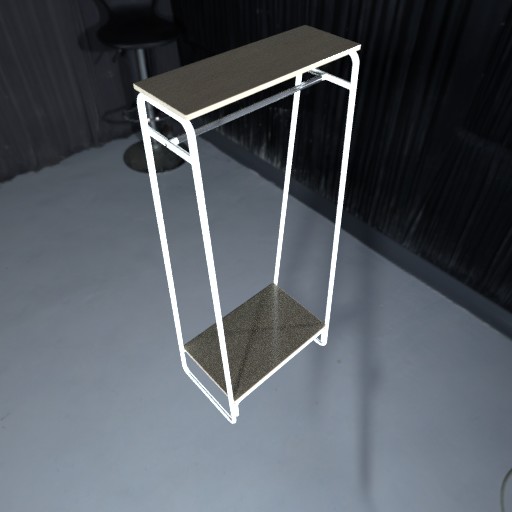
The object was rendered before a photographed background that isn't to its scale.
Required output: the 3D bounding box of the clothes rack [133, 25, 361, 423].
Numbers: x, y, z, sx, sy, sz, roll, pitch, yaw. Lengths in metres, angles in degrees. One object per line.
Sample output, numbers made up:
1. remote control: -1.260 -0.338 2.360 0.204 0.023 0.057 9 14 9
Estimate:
1. clothes rack: 0.000 0.000 1.755 0.640 1.512 0.400 -33 54 -28
